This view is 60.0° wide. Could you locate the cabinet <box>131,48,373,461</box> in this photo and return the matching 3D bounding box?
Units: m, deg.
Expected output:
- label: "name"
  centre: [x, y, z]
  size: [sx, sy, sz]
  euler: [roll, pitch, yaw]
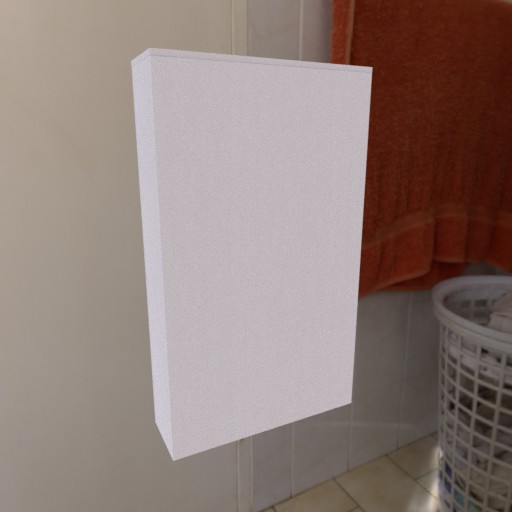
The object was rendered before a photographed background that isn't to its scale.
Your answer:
- label: "cabinet"
  centre: [0.000, 0.000, 1.598]
  size: [0.750, 1.280, 0.250]
  euler: [-7, 17, -26]
